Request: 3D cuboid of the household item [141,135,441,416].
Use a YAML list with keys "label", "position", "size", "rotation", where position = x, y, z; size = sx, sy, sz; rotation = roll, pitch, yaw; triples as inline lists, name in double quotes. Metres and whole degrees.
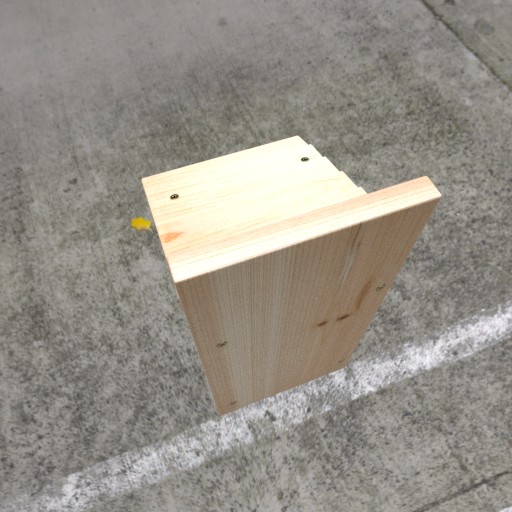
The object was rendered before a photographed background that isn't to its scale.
- label: "household item"
  position: [0.000, 0.000, 0.390]
  size: [0.149, 0.300, 0.171]
  rotation: [-18, 61, -11]
